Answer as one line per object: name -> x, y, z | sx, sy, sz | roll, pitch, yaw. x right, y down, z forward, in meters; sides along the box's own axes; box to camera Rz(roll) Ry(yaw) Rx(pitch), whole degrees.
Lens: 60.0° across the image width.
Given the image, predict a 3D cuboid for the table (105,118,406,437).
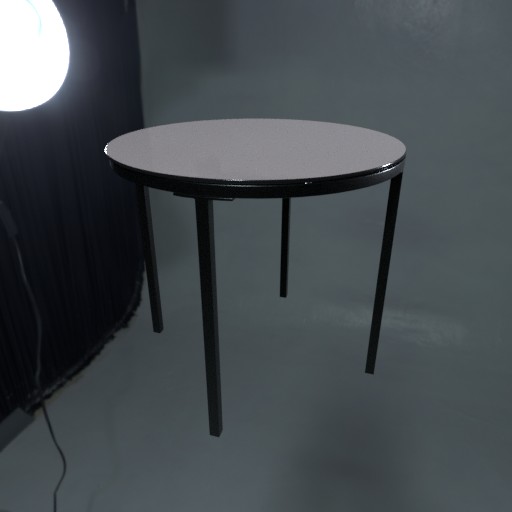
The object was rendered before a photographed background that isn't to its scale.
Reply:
table -> 0.000, 0.000, 0.862 | 0.499, 0.443, 0.499 | 0, 26, 0
